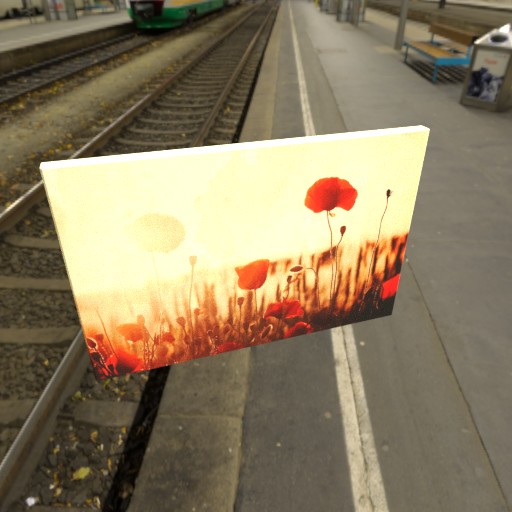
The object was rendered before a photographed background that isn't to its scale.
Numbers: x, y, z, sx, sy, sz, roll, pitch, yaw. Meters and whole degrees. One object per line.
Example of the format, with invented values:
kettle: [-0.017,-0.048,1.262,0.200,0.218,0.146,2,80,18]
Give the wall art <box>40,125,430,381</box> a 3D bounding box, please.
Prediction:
wall art: [0.000,0.000,1.174,0.918,0.602,0.038,-10,33,-15]
